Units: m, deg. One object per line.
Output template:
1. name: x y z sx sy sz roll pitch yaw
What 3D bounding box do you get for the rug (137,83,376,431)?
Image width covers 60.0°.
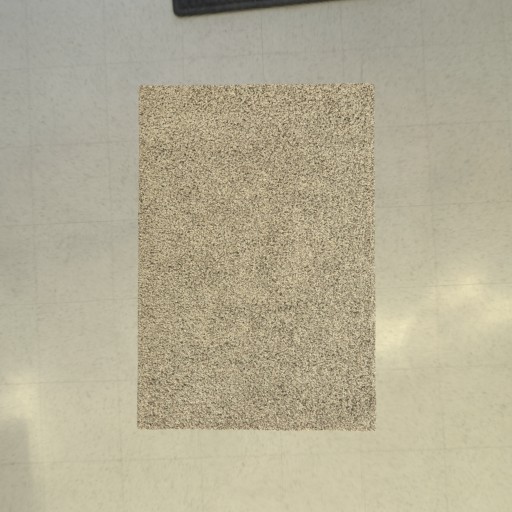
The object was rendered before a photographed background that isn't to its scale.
1. rug: 0.000 0.000 2.280 1.219 0.030 1.778 0 89 1
